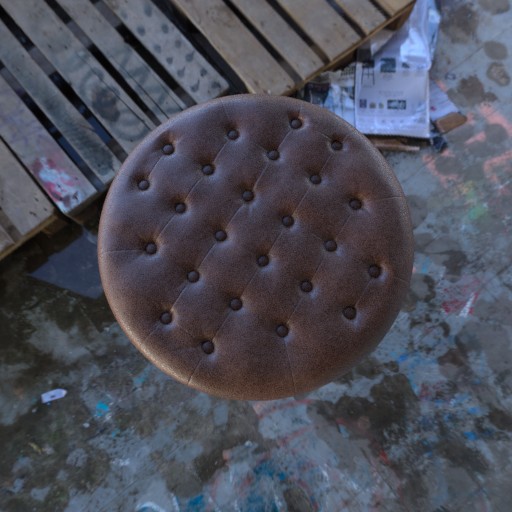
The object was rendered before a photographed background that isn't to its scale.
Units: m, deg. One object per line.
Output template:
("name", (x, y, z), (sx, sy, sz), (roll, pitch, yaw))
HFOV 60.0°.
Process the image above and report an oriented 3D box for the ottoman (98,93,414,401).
("ottoman", (0.000, 0.000, 1.072), (0.637, 0.442, 0.637), (0, 77, 0))
